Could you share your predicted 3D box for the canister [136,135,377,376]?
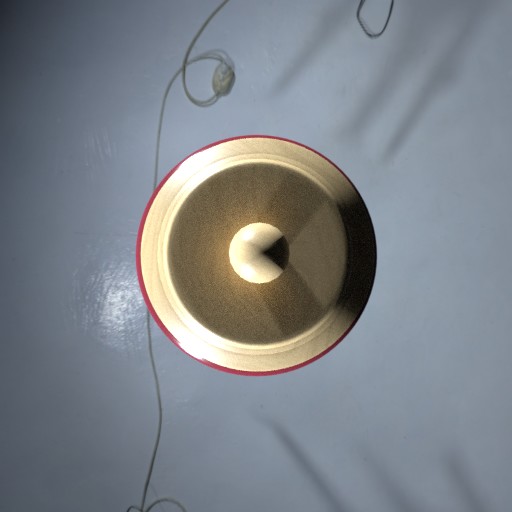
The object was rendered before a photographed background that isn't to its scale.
[{"bbox_3d":[0.000,0.000,0.267,0.130,0.176,0.130,0,89,-1],"label":"canister"}]
